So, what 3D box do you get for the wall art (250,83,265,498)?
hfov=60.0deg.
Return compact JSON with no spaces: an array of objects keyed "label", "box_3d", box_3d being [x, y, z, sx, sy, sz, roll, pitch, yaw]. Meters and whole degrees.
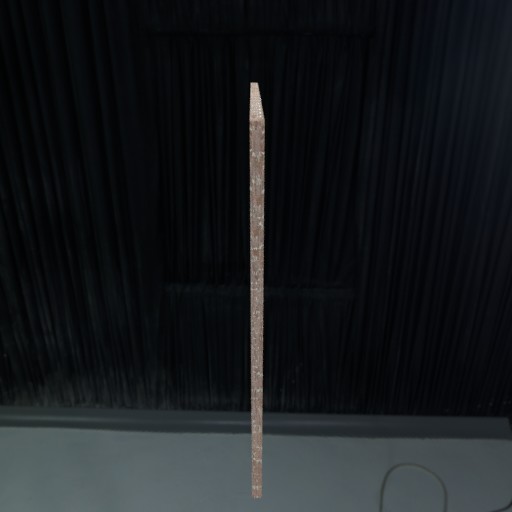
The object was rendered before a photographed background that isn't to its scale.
[{"label":"wall art","box_3d":[0.000,0.000,0.560,0.012,0.384,0.384,0,25,0]}]
